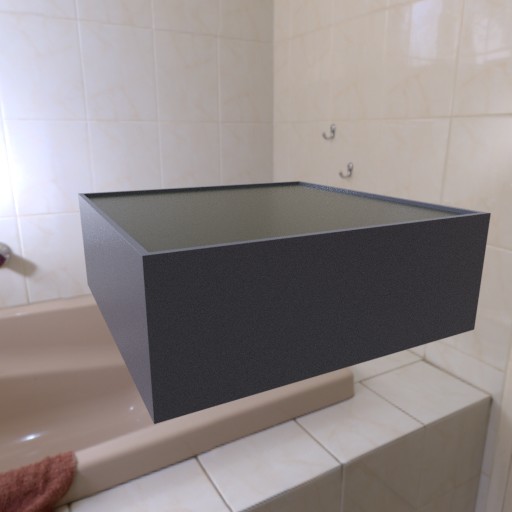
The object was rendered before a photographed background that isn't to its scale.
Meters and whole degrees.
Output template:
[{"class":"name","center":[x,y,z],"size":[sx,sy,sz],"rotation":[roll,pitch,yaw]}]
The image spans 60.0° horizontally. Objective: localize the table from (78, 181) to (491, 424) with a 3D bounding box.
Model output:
[{"class":"table","center":[0.000,0.000,1.223],"size":[0.801,0.299,0.801],"rotation":[-8,17,-26]}]
